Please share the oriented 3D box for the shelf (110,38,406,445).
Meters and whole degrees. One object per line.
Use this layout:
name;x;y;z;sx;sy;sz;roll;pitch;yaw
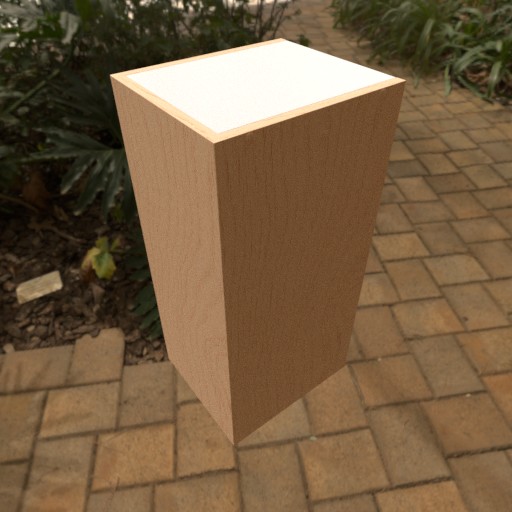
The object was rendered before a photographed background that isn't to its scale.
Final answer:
shelf;0.000;0.000;0.763;0.290;0.600;0.250;-26;47;-28
